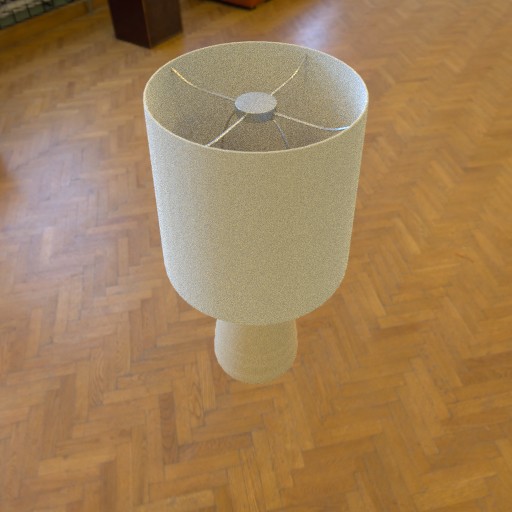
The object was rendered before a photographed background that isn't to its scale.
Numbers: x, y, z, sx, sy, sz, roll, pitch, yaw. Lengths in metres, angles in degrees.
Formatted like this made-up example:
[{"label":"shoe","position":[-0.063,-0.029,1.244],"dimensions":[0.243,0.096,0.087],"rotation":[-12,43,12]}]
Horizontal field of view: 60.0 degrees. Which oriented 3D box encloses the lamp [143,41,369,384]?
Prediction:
[{"label":"lamp","position":[0.000,0.000,0.463],"dimensions":[0.186,0.369,0.186],"rotation":[0,48,0]}]
